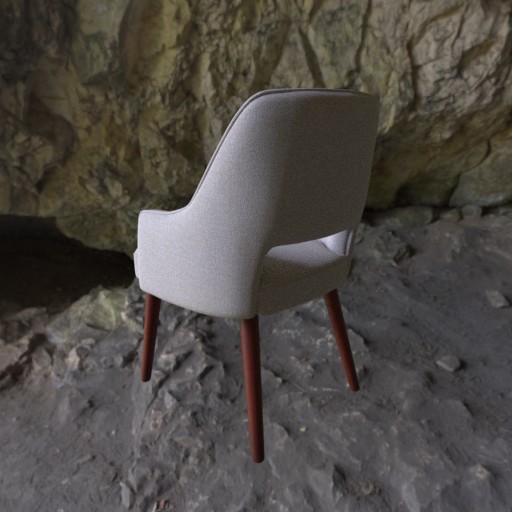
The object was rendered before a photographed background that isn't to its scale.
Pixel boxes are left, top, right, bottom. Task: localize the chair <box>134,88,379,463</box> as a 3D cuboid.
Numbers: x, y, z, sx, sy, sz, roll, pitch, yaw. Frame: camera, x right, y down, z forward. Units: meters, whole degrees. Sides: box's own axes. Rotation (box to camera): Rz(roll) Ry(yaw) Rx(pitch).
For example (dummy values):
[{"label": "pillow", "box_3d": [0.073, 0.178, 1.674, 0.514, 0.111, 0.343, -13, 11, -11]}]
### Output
[{"label": "chair", "box_3d": [0.000, 0.000, 1.229, 0.560, 0.840, 0.580, -16, 23, -43]}]
